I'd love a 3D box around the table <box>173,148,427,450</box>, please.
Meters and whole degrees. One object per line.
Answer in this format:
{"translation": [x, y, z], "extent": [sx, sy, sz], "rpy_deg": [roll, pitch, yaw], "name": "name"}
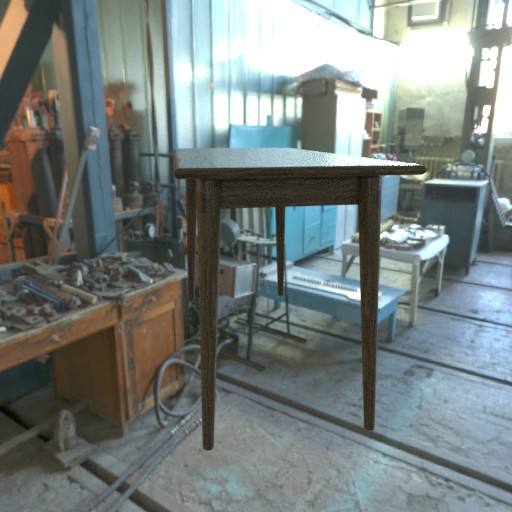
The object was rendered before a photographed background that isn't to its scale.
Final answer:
{"translation": [0.000, 0.000, 1.734], "extent": [0.599, 0.780, 1.300], "rpy_deg": [-3, 16, -10], "name": "table"}
